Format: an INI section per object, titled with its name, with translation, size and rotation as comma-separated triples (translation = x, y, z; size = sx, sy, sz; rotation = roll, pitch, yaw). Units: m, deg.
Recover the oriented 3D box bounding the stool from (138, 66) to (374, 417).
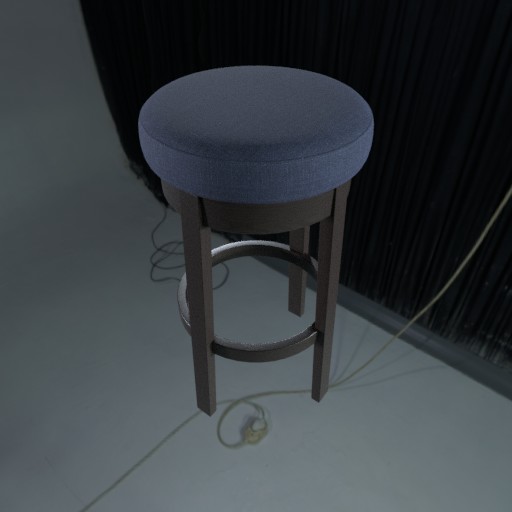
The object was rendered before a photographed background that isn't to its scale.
[stool]
translation = 0.000, 0.000, 1.033
size = 0.446, 0.758, 0.446
rotation = 0, 40, 0
